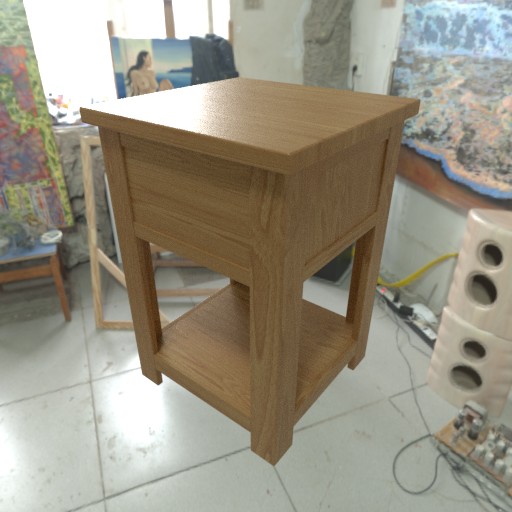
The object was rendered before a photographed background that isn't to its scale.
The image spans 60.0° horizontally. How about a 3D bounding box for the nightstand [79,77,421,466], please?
[{"bbox_3d":[0.000,0.000,0.922,0.428,0.614,0.418,21,36,32],"label":"nightstand"}]
